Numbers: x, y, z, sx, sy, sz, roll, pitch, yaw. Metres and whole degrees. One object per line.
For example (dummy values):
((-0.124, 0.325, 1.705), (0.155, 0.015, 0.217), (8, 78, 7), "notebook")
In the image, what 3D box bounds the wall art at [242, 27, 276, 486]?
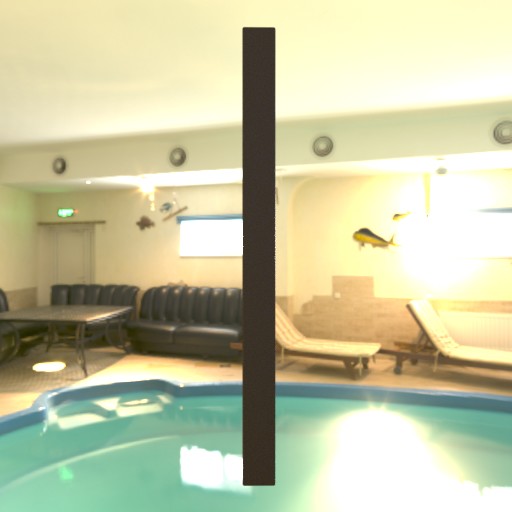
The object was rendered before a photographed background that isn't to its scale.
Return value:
((0.000, 0.000, 0.531), (0.028, 0.381, 0.328), (0, 0, -1), "wall art")
